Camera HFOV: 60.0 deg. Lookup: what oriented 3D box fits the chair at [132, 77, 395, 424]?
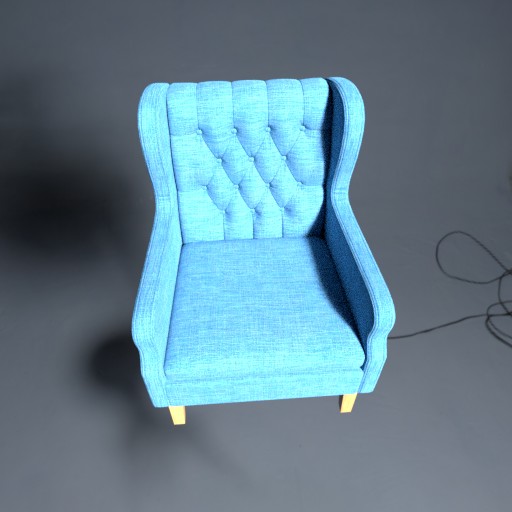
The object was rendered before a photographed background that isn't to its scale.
[{"bbox_3d":[0.000,0.000,1.496,0.711,0.952,0.775,-3,46,-3],"label":"chair"}]
